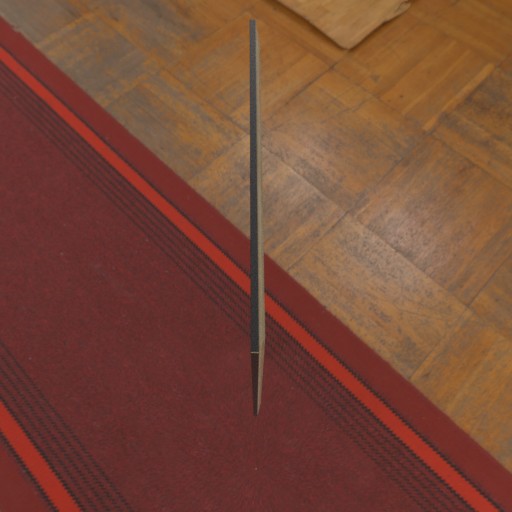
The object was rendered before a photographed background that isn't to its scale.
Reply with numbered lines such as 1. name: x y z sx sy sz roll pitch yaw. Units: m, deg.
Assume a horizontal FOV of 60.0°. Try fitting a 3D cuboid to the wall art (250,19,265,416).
1. wall art: 0.000 0.000 0.916 0.018 0.660 0.559 0 64 0
